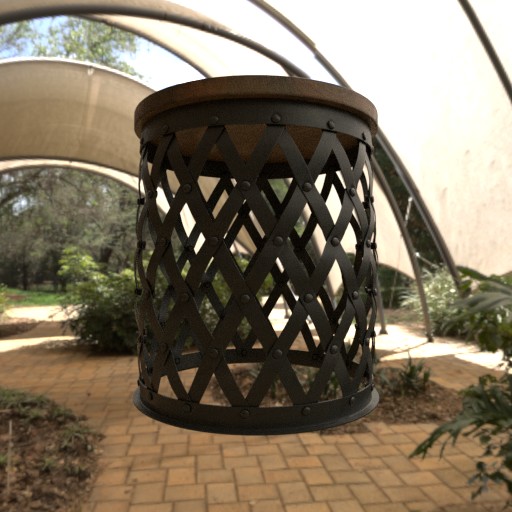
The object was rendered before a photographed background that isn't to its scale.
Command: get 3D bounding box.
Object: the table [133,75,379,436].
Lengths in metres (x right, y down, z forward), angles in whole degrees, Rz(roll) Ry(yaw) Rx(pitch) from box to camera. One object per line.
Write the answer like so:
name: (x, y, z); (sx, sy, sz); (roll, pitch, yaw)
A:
table: (0.000, 0.000, 0.759); (0.405, 0.454, 0.405); (0, -1, 0)
